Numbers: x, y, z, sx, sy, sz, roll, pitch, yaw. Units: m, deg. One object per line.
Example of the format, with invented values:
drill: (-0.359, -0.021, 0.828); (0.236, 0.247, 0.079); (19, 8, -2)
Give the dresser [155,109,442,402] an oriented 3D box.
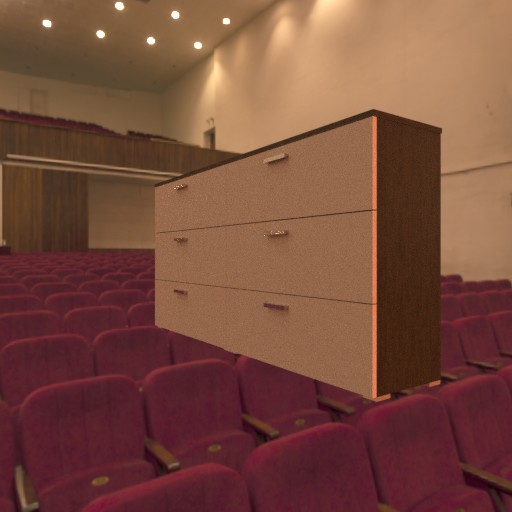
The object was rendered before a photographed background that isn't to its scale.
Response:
dresser: (0.000, 0.000, 1.904); (0.333, 0.790, 1.535); (0, 0, -35)
